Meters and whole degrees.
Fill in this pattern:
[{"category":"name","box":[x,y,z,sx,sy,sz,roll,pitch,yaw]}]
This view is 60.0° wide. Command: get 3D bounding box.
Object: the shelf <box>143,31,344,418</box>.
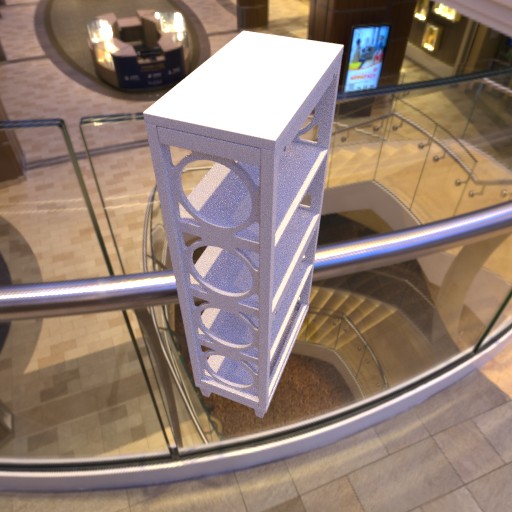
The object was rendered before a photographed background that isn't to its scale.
[{"category":"shelf","box":[0.000,0.000,1.716,0.340,1.411,0.611,16,47,15]}]
